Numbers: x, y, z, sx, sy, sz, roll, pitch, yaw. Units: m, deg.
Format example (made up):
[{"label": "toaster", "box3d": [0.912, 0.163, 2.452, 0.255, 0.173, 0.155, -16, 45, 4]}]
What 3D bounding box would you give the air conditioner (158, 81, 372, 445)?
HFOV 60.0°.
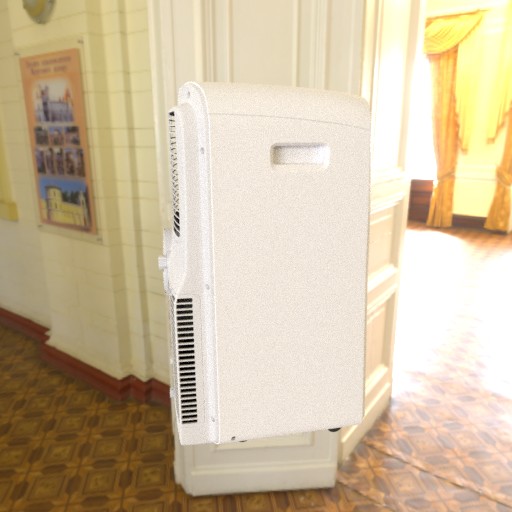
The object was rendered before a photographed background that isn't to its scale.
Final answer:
[{"label": "air conditioner", "box3d": [0.000, 0.000, 1.085, 0.467, 0.765, 0.478, -3, 16, -9]}]
